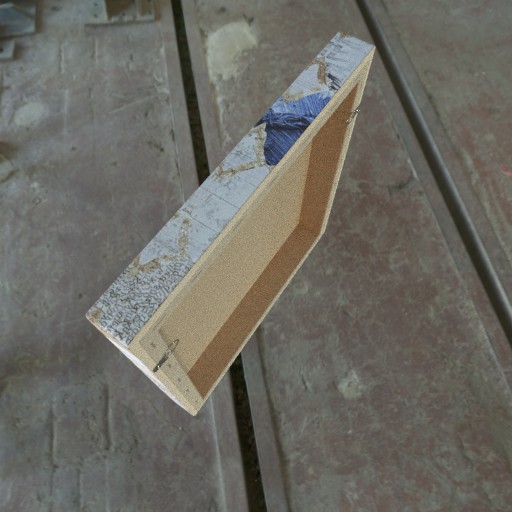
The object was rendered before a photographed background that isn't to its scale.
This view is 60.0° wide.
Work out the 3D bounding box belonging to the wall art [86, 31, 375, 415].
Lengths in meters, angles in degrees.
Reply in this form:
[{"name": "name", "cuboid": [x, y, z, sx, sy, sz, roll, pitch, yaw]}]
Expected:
[{"name": "wall art", "cuboid": [0.000, 0.000, 0.445, 0.036, 0.304, 0.303, 31, 67, 15]}]
